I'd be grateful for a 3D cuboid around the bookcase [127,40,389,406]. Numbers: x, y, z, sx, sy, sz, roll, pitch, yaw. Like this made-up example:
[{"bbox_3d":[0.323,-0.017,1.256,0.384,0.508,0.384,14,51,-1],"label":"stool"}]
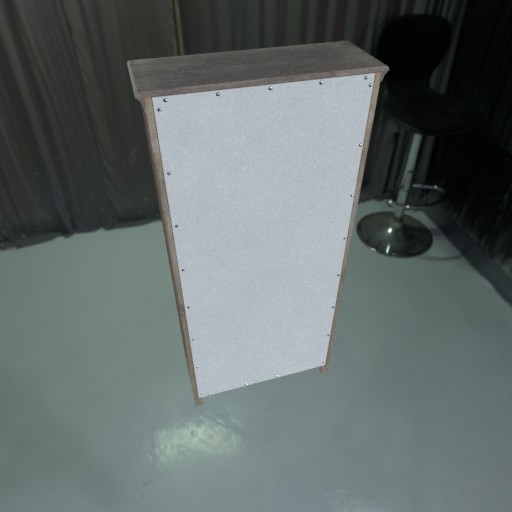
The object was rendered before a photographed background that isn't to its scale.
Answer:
[{"bbox_3d":[0.000,0.000,2.239,0.906,1.880,0.348,-11,42,-12],"label":"bookcase"}]
